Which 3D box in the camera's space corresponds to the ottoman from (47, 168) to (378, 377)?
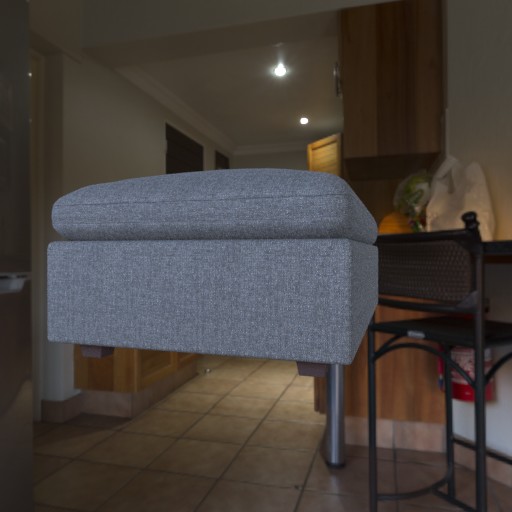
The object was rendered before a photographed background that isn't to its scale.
[{"bbox_3d":[0.000,0.000,1.421,0.711,0.483,1.041,0,1,18],"label":"ottoman"}]
